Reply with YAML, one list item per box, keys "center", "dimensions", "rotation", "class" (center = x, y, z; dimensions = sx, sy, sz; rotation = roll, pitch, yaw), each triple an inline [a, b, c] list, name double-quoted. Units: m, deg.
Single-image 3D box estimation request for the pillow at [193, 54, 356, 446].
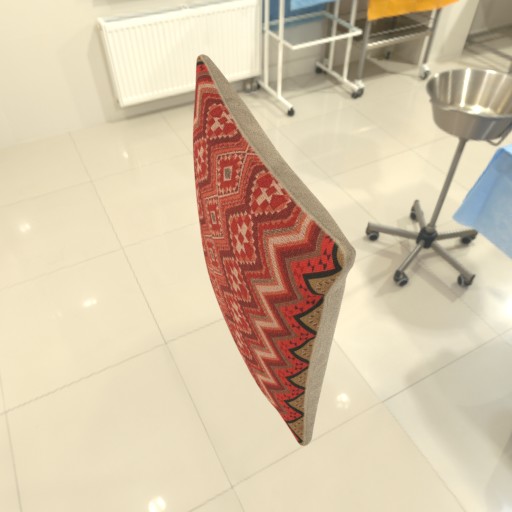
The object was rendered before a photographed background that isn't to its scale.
- center: [0.000, 0.000, 0.776]
  dimensions: [0.158, 0.511, 0.513]
  rotation: [-16, 49, -14]
  class: "pillow"
